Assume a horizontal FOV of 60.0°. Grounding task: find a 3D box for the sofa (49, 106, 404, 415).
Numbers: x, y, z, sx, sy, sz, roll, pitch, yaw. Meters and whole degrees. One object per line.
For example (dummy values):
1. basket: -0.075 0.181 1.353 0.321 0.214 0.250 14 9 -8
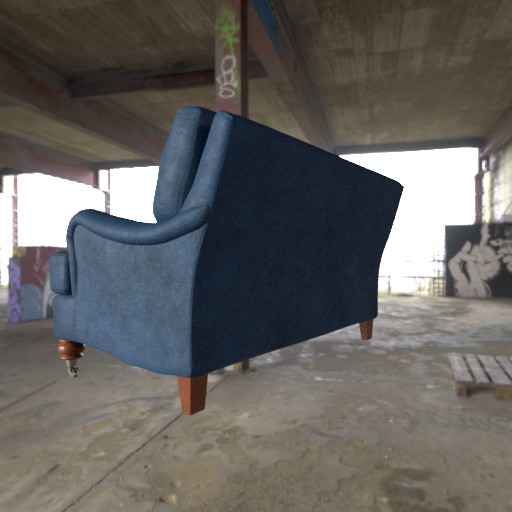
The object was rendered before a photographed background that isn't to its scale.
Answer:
1. sofa: 0.000 0.000 2.425 1.084 1.101 1.853 0 0 35
